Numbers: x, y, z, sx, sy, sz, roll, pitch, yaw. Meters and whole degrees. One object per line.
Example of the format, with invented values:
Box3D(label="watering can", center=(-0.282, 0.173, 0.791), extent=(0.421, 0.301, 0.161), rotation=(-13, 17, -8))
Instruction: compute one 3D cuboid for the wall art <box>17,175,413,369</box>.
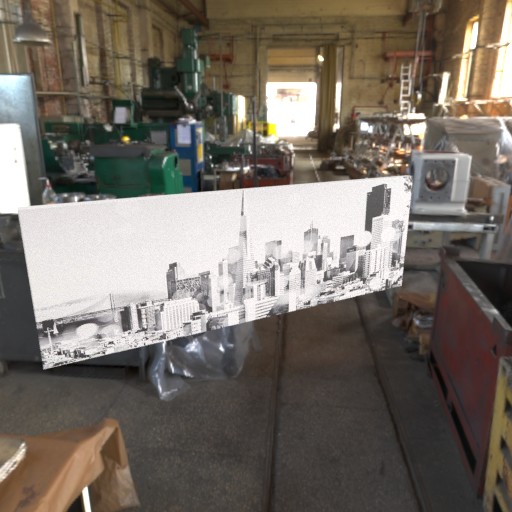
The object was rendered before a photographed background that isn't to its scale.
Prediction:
Box3D(label="wall art", center=(0.000, 0.000, 1.663), extent=(1.520, 0.507, 0.039), rotation=(-9, 20, -27))
